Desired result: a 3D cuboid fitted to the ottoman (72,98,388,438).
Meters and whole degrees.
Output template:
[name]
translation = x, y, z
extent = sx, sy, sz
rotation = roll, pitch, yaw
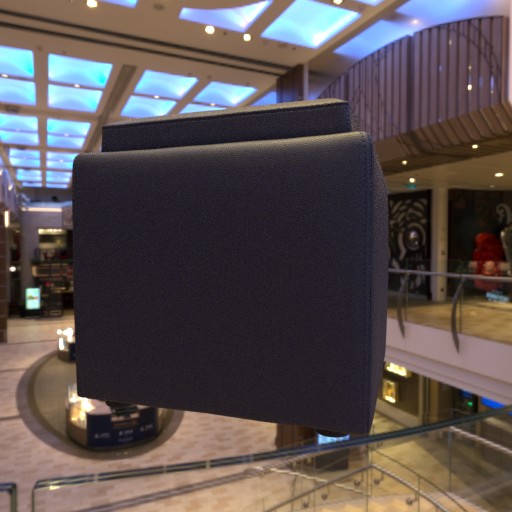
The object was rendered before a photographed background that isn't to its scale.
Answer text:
[ottoman]
translation = 0.000, 0.000, 0.805
extent = 0.450, 0.460, 0.451
rotation = 0, 2, 19
